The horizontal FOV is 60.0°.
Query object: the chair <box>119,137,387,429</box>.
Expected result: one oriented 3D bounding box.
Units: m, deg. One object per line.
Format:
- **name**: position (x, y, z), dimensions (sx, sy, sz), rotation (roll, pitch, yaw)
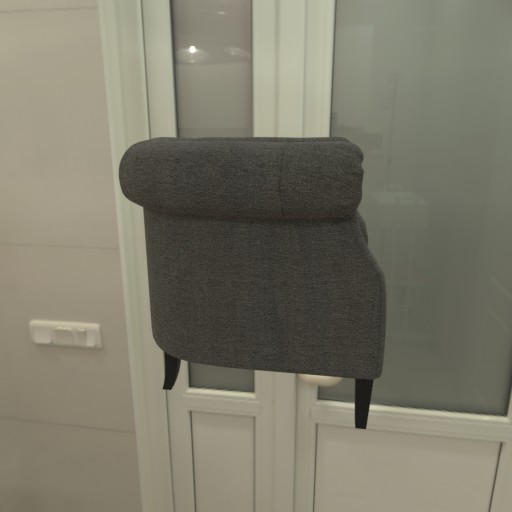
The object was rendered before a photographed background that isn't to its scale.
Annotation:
- **chair**: position (0.000, 0.000, 1.598), dimensions (0.852, 0.827, 0.905), rotation (3, 16, 9)
